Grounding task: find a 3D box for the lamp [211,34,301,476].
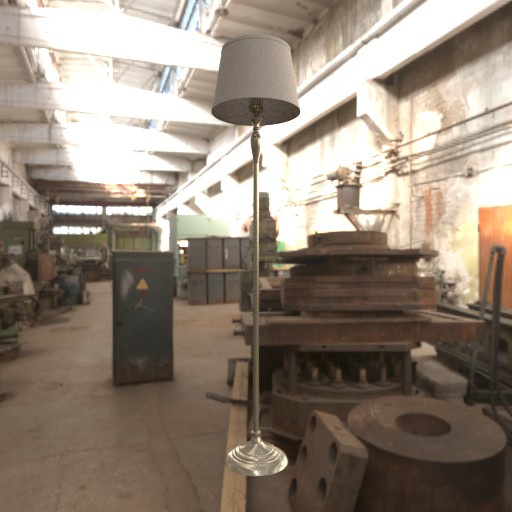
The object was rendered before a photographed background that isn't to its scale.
[{"bbox_3d":[0.000,0.000,1.632,0.327,1.506,0.327,0,0,-17],"label":"lamp"}]
